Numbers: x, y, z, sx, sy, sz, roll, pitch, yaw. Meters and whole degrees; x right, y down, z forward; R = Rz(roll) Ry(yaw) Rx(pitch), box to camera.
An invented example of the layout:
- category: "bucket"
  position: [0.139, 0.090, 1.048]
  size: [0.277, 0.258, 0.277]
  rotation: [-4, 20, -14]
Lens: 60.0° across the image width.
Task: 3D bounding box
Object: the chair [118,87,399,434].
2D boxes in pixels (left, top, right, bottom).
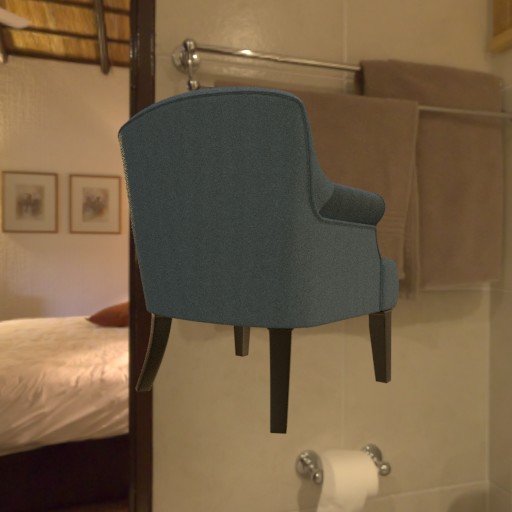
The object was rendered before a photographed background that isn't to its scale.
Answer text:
- category: "chair"
  position: [0.000, 0.000, 1.488]
  size: [0.770, 0.878, 0.754]
  rotation: [0, 1, 37]
